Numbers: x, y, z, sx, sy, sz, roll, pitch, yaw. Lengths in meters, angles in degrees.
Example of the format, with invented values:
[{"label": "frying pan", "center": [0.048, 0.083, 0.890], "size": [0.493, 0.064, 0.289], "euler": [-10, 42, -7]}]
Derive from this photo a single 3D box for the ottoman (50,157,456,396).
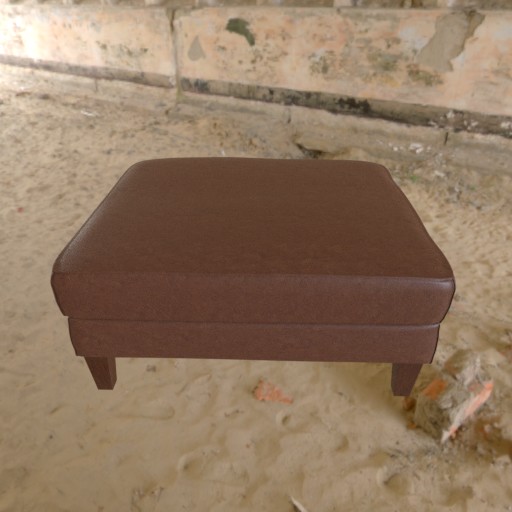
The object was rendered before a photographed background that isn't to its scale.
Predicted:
[{"label": "ottoman", "center": [0.000, 0.000, 1.475], "size": [0.987, 0.472, 0.836], "euler": [1, 31, 1]}]
